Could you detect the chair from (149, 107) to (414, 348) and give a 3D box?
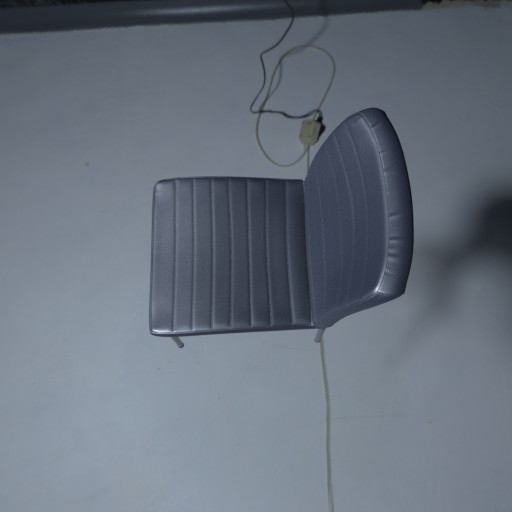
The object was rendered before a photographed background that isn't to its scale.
[{"bbox_3d":[0.000,0.000,1.223,0.572,0.872,0.450,-2,76,0],"label":"chair"}]
